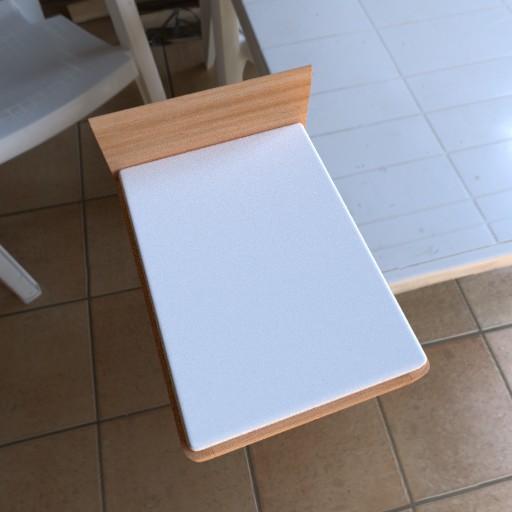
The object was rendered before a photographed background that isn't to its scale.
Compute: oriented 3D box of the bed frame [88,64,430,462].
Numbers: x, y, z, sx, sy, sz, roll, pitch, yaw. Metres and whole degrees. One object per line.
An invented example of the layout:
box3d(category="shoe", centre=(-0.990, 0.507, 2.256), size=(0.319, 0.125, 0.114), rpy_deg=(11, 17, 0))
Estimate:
box3d(category="bed frame", centre=(0.000, 0.000, 2.782), size=(1.472, 0.940, 1.992), rpy_deg=(-17, 63, -9))
